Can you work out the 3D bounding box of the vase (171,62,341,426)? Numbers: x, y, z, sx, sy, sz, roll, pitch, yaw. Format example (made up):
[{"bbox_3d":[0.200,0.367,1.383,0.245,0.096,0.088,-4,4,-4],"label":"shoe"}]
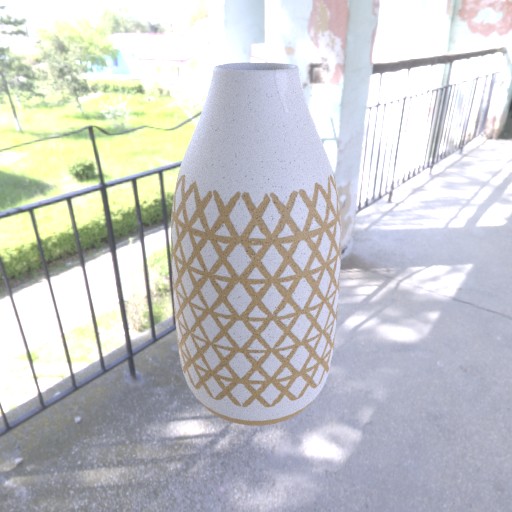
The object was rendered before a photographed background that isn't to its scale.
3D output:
[{"bbox_3d":[0.000,0.000,0.480,0.186,0.380,0.186,0,28,0],"label":"vase"}]
